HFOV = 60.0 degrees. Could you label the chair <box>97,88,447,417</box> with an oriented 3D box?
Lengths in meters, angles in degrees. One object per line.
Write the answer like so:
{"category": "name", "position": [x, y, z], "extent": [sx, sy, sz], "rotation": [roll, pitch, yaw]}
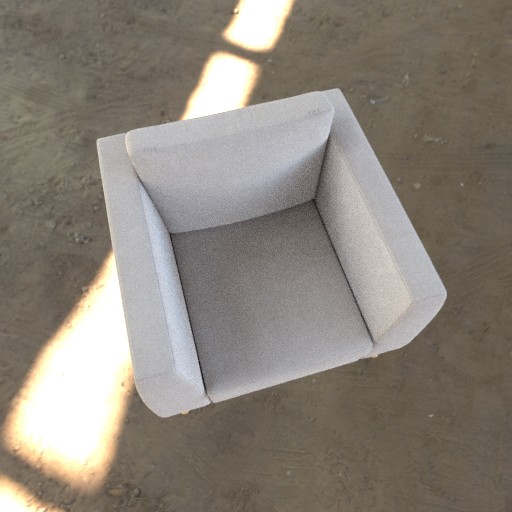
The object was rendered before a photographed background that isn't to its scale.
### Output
{"category": "chair", "position": [0.000, 0.000, 1.711], "extent": [1.000, 0.860, 0.930], "rotation": [-14, 63, -7]}
